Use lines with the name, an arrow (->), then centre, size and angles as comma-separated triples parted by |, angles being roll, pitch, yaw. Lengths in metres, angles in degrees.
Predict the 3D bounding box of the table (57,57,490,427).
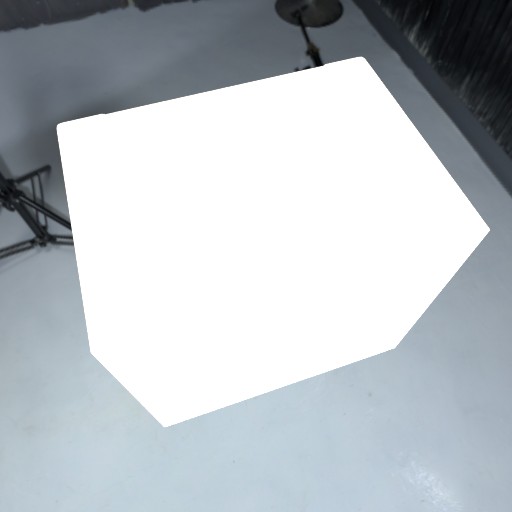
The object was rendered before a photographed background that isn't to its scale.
table -> 0.000, 0.000, 0.911 | 0.570, 0.510, 0.420 | -16, 61, -9
